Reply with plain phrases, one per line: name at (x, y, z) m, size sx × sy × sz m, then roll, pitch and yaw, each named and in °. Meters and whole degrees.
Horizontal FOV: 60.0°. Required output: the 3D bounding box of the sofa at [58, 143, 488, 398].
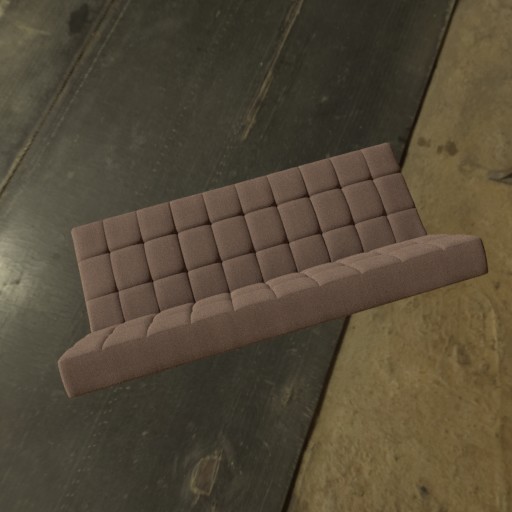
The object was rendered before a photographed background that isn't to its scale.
sofa at (0.000, 0.000, 2.221) m, size 1.800 × 0.810 × 0.860 m, roll -16°, pitch 76°, yaw -4°
